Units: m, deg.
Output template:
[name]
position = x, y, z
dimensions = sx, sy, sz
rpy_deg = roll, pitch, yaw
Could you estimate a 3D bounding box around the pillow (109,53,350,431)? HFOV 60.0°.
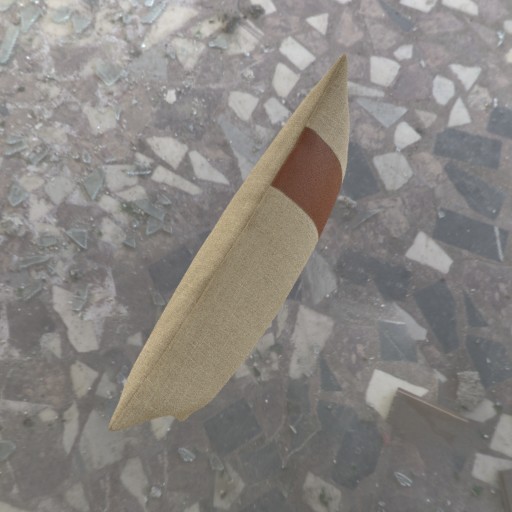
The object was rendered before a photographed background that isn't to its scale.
[pillow]
position = 0.000, 0.000, 0.729
dimensions = 0.155, 0.282, 0.612
rpy_deg = 30, 78, 7
